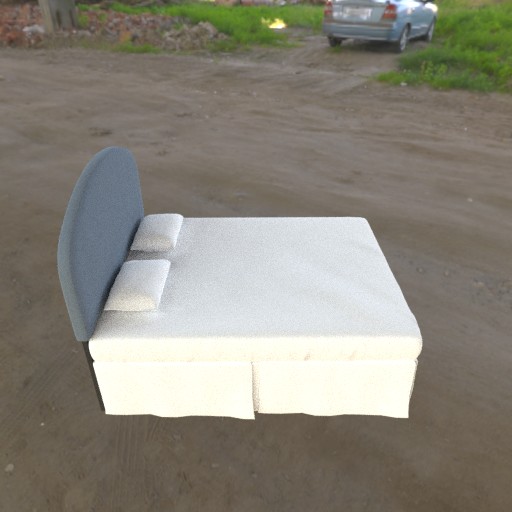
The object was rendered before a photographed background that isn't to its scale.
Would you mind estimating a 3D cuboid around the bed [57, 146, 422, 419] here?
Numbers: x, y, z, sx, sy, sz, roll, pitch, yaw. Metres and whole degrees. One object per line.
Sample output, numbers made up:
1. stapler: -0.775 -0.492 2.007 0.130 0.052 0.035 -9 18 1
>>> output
1. bed: 0.000 0.000 3.061 2.005 1.410 1.607 0 32 0
